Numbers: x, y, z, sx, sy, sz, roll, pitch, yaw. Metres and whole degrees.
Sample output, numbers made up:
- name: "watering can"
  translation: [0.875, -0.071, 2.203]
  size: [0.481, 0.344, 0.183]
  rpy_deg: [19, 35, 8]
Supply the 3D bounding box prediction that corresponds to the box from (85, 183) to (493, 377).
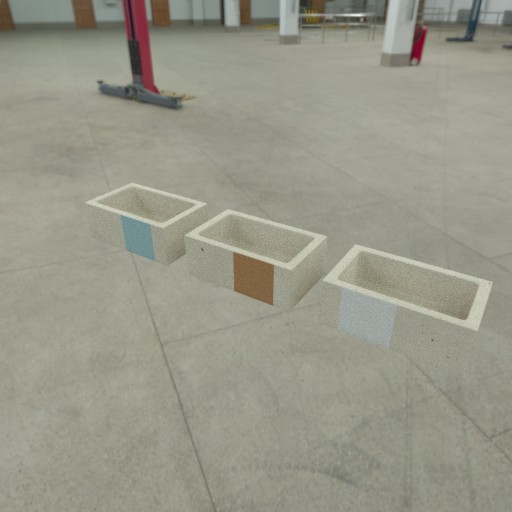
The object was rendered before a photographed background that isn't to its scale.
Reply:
- name: "box"
  translation: [0.000, 0.000, 0.494]
  size: [0.461, 0.051, 0.082]
  rpy_deg: [18, 35, 28]
